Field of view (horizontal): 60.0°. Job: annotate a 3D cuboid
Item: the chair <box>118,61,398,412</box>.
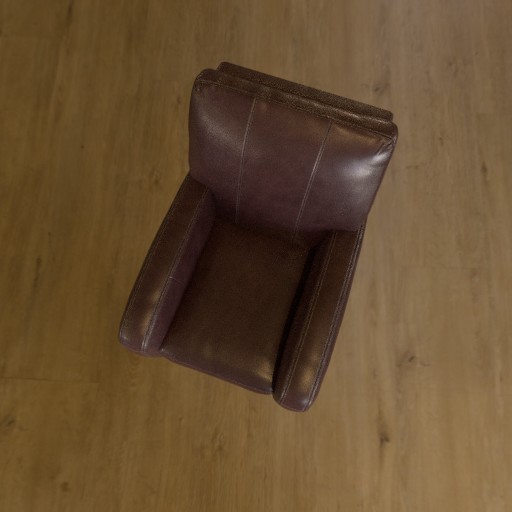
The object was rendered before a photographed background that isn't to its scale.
[{"bbox_3d":[0.000,0.000,1.706,0.762,0.990,0.990,19,76,5],"label":"chair"}]
